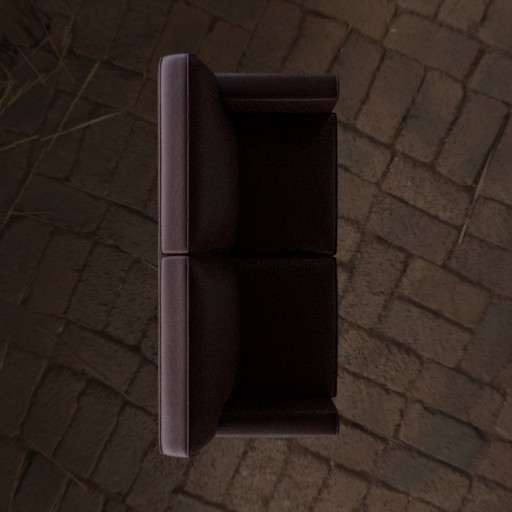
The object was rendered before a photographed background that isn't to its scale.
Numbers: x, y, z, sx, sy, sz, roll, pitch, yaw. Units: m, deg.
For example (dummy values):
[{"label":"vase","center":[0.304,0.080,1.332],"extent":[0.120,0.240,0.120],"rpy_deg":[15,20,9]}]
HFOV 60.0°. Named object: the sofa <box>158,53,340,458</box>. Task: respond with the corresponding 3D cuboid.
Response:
[{"label":"sofa","center":[0.000,0.000,2.388],"extent":[0.912,0.928,1.876],"rpy_deg":[0,90,0]}]
